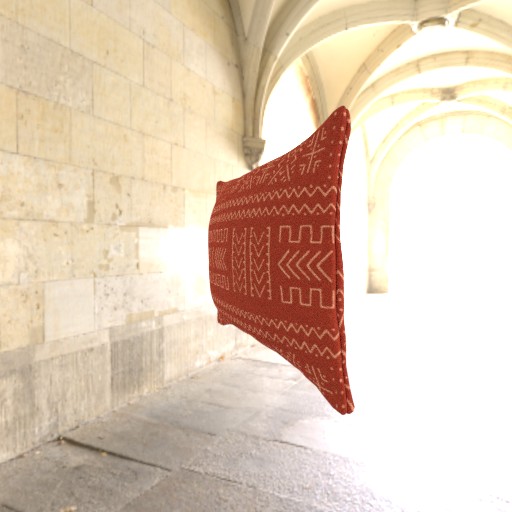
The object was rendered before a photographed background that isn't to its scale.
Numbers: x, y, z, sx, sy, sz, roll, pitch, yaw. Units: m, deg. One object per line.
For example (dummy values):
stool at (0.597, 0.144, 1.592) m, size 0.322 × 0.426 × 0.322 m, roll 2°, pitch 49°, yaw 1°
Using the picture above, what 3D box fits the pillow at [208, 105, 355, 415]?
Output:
pillow at (0.000, 0.000, 0.795) m, size 0.130 × 0.352 × 0.640 m, roll 0°, pitch 1°, yaw -18°
